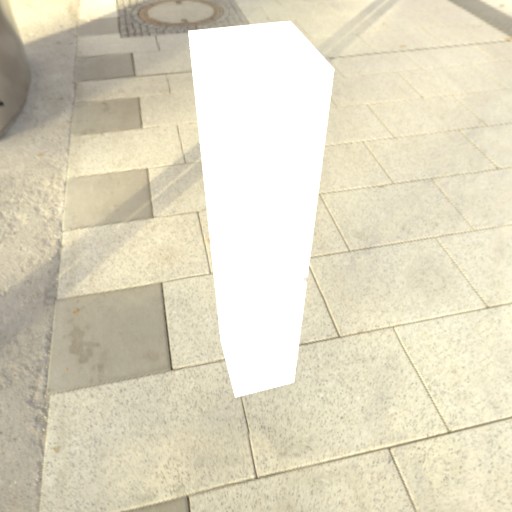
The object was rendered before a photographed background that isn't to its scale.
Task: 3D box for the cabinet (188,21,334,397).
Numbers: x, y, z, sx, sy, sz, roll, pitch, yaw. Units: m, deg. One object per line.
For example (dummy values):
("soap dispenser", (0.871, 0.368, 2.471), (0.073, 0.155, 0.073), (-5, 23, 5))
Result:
("cabinet", (0.000, 0.000, 1.538), (0.269, 1.400, 0.300), (-11, 47, -10))
